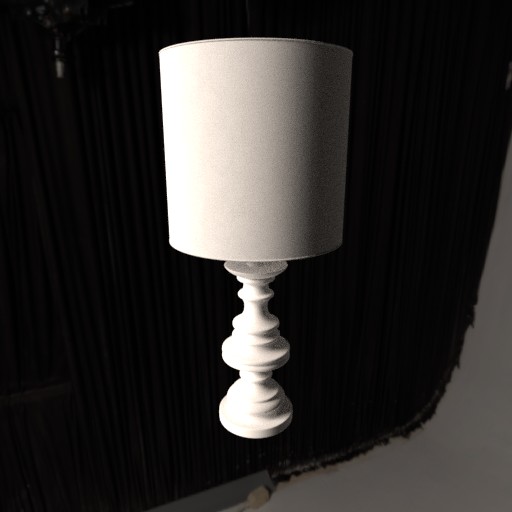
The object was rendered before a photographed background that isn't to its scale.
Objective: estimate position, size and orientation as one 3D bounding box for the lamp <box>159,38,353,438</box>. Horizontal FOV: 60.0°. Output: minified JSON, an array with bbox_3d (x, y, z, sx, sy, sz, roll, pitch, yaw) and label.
[{"bbox_3d":[0.000,0.000,0.549,0.208,0.455,0.208,-7,18,-24],"label":"lamp"}]
